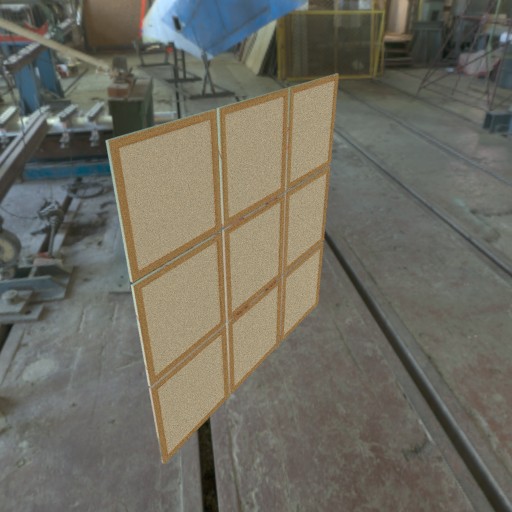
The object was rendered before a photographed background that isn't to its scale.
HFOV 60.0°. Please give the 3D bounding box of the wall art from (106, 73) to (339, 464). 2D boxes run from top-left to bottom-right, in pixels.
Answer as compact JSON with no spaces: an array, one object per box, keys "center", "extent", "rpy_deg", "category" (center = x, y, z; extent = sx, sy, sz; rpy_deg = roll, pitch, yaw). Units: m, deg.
[{"center":[0.000,0.000,2.217],"extent":[0.013,1.523,1.517],"rpy_deg":[20,36,30],"category":"wall art"}]
